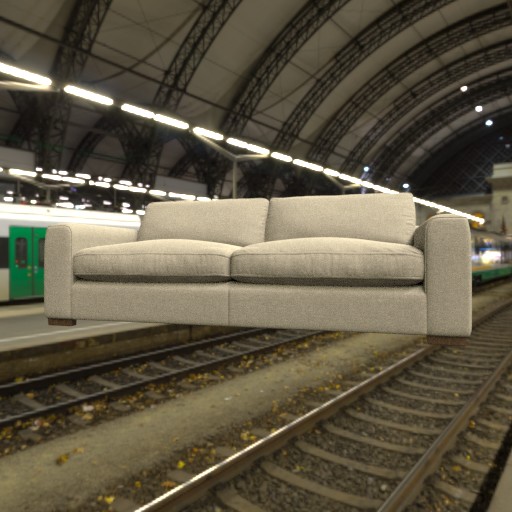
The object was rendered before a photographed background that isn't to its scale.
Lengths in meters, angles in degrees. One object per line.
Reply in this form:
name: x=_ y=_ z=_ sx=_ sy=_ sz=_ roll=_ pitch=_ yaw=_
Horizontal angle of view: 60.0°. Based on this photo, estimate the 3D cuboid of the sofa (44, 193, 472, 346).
sofa: x=0.000 y=0.000 z=2.720 sx=2.262 sy=0.801 sz=1.070 roll=0 pitch=0 yaw=16
